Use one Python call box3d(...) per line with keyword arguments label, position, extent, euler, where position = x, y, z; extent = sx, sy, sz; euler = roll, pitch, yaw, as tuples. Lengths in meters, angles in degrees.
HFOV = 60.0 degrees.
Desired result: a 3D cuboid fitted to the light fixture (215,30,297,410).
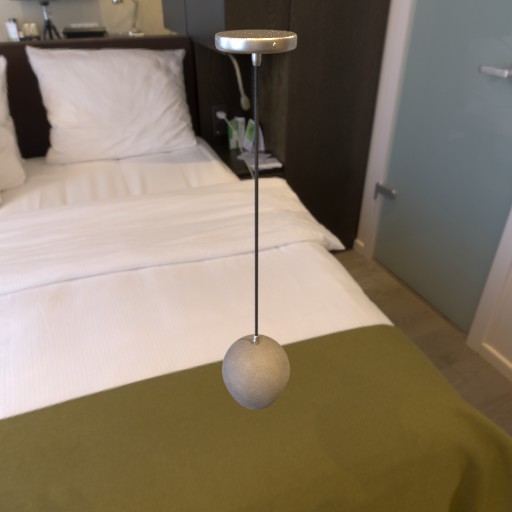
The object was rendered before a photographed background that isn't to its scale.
box3d(label="light fixture", position=(0.000, 0.000, 0.844), extent=(0.153, 0.760, 0.153), euler=(22, 38, 31))
